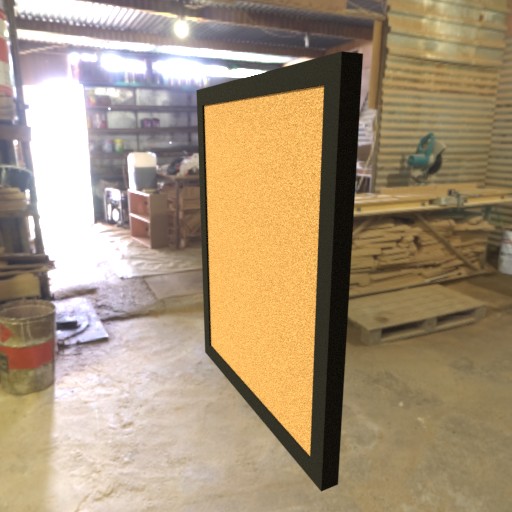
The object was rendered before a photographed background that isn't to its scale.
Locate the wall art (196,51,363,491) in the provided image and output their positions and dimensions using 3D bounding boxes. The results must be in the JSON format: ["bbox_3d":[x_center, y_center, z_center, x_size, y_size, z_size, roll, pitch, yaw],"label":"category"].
[{"bbox_3d":[0.000,0.000,0.741,0.029,0.559,0.457,-7,17,-26],"label":"wall art"}]
